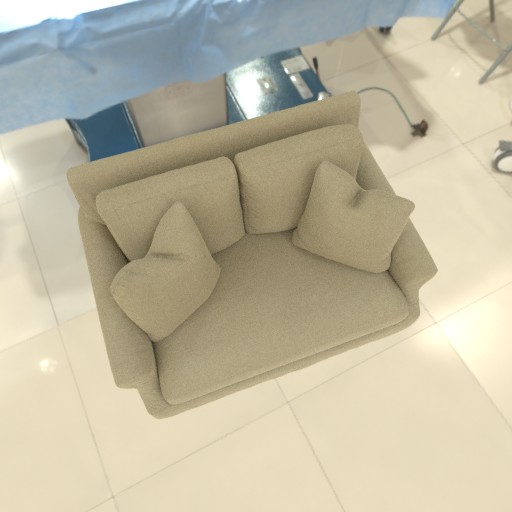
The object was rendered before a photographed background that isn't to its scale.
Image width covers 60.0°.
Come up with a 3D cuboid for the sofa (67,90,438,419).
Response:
[{"bbox_3d":[0.000,0.000,2.179,1.550,0.905,1.070,-18,65,-9],"label":"sofa"}]
